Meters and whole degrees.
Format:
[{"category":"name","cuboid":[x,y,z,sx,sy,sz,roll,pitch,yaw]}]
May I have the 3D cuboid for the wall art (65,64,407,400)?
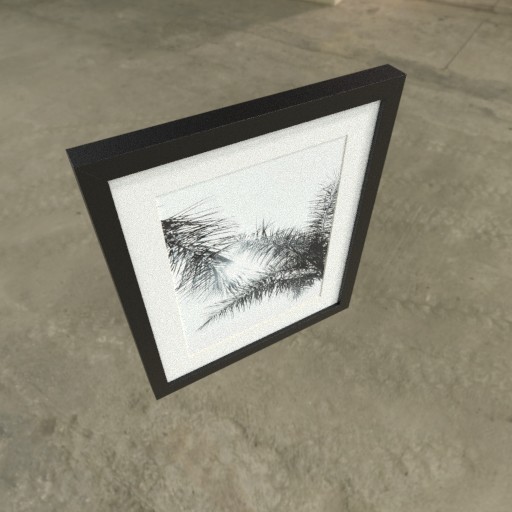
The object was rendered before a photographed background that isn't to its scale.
[{"category":"wall art","cuboid":[0.000,0.000,0.529,0.325,0.380,0.028,-22,50,-20]}]
